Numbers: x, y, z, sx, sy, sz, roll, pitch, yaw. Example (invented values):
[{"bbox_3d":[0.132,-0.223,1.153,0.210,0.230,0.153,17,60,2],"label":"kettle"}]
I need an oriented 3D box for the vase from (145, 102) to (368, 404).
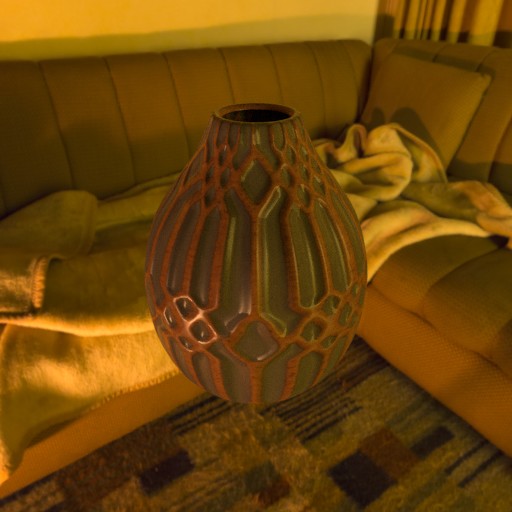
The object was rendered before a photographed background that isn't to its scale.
[{"bbox_3d":[0.000,0.000,0.138,0.069,0.088,0.069,0,31,0],"label":"vase"}]
